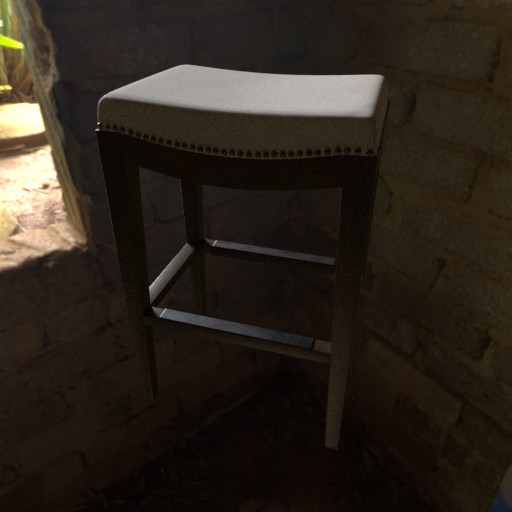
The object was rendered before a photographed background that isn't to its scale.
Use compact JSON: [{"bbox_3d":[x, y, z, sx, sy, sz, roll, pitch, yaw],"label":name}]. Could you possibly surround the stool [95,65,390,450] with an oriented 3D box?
[{"bbox_3d":[0.000,0.000,1.021,0.498,0.759,0.358,9,33,14],"label":"stool"}]
